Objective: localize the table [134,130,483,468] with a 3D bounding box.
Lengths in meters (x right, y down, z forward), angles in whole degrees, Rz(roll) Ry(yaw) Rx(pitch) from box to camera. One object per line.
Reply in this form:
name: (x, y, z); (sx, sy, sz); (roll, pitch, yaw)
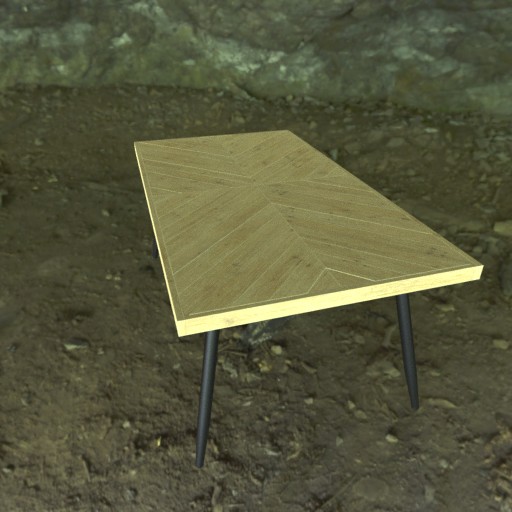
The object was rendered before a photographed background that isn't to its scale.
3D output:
table: (0.000, 0.000, 2.248); (0.991, 0.762, 1.803); (-9, 31, -15)
